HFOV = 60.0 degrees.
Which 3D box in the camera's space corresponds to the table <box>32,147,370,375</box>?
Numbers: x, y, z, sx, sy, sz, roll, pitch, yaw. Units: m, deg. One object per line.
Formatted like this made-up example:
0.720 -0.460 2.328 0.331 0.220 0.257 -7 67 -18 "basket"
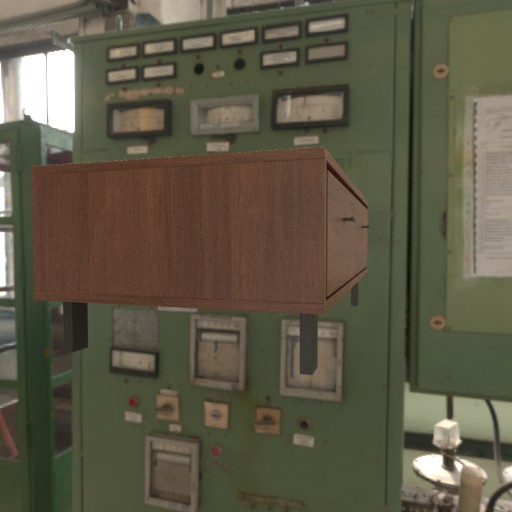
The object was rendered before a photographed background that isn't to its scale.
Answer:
0.000 0.000 1.273 0.600 0.380 1.020 1 2 18 "table"
